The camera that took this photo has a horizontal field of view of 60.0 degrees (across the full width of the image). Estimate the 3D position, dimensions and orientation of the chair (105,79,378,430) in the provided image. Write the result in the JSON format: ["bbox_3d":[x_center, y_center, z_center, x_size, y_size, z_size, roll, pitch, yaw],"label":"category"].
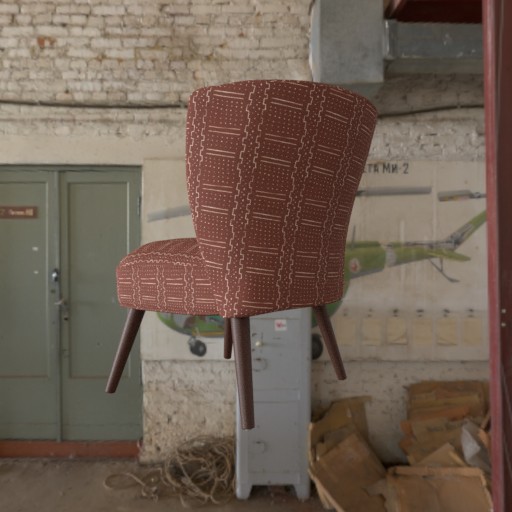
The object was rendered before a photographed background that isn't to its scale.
[{"bbox_3d":[0.000,0.000,1.413,0.758,0.866,0.706,0,0,36],"label":"chair"}]
